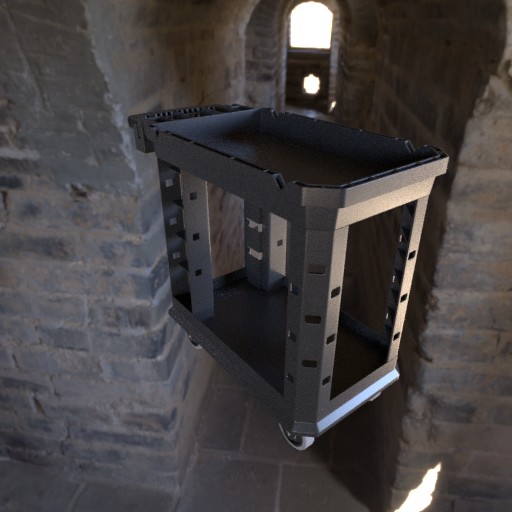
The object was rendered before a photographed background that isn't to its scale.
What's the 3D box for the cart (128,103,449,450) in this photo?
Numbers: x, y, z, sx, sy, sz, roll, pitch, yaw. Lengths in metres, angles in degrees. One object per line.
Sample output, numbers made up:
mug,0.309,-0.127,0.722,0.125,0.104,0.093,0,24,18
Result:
cart,0.000,0.000,1.561,0.497,0.884,1.061,-20,35,-33
